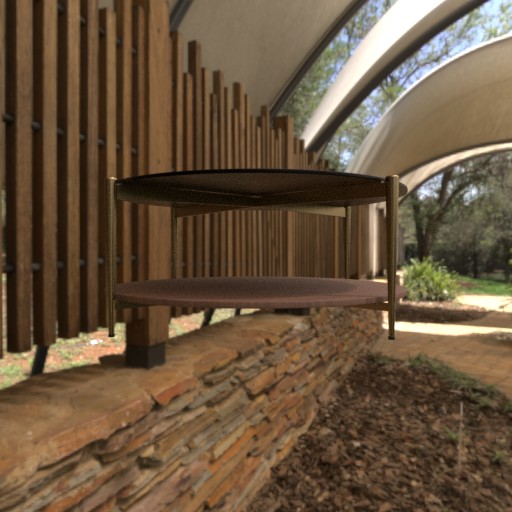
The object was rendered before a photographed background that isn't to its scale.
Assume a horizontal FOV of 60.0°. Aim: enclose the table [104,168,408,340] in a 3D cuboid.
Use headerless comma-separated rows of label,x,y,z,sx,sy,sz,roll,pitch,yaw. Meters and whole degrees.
table,0.000,0.000,1.451,0.938,0.400,0.938,0,1,18
